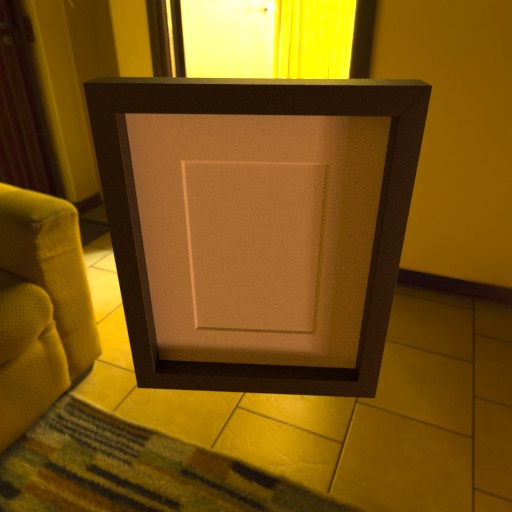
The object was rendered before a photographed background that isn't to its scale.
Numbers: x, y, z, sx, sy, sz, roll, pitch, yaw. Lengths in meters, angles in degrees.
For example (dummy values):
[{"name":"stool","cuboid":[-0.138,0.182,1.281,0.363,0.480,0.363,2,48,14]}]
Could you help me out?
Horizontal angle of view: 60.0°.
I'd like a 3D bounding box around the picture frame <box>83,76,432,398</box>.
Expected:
[{"name":"picture frame","cuboid":[0.000,0.000,0.381,0.232,0.284,0.042,2,29,3]}]
